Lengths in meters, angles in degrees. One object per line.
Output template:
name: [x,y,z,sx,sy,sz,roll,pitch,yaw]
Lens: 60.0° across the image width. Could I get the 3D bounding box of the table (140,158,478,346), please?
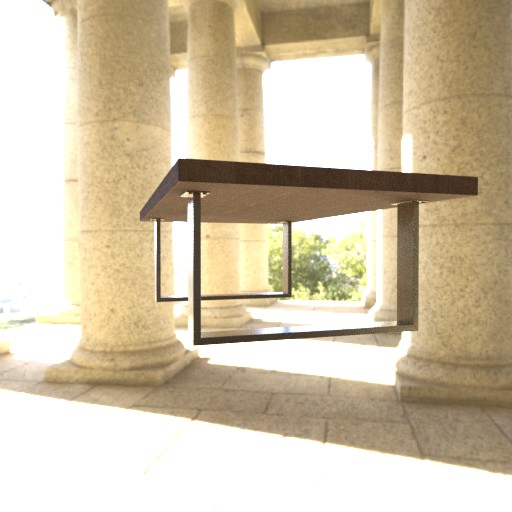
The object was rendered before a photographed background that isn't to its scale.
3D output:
table: [0.000,0.000,1.734,0.800,0.440,1.400,0,1,-18]
